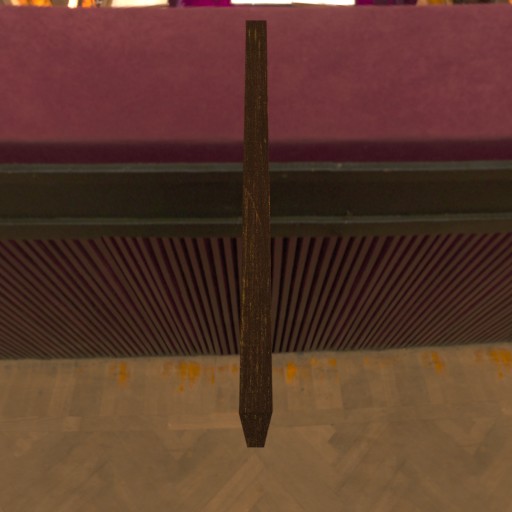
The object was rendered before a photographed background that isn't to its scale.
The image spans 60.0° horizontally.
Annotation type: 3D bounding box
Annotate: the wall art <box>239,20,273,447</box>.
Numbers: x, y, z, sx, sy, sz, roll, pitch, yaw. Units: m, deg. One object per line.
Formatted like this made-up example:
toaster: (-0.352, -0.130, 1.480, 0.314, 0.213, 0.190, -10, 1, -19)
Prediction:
wall art: (0.000, 0.000, 0.740, 0.032, 0.457, 0.558, 0, 63, 0)
